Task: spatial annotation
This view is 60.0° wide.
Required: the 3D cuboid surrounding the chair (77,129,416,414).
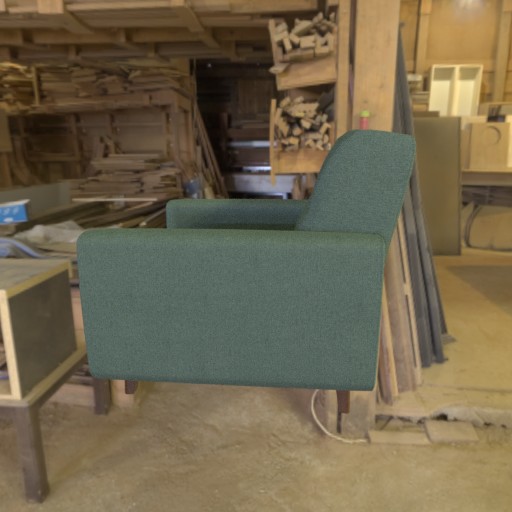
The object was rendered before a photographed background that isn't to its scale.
[{"bbox_3d":[0.000,0.000,1.543,0.909,0.841,0.831,2,14,8],"label":"chair"}]
